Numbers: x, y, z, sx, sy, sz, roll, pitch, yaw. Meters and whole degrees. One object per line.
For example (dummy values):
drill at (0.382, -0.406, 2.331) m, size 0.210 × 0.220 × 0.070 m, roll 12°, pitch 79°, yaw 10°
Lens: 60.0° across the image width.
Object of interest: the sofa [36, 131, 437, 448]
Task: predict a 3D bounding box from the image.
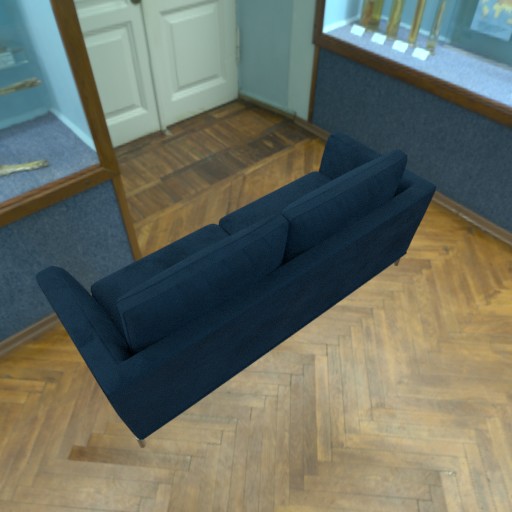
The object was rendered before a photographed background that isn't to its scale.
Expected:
sofa at (0.000, 0.000, 2.663) m, size 2.212 × 0.998 × 0.853 m, roll -30°, pitch 53°, yaw -26°
